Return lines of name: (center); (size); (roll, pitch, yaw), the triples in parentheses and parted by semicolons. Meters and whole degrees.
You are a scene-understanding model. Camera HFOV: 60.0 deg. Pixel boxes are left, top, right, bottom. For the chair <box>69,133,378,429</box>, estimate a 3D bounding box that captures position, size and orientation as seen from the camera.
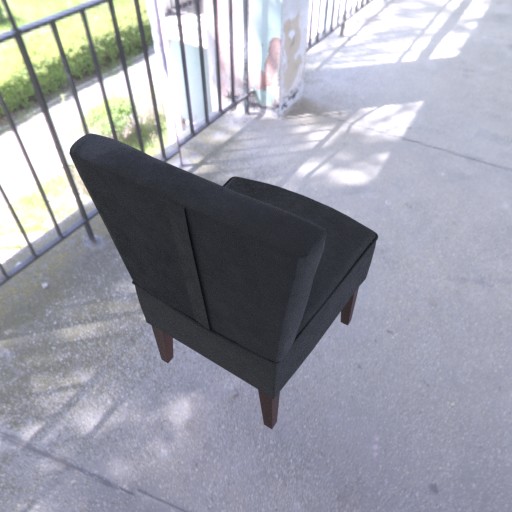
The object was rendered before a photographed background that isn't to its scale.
chair: (0.000, 0.000, 1.183); (0.521, 0.806, 0.554); (25, 52, 22)
